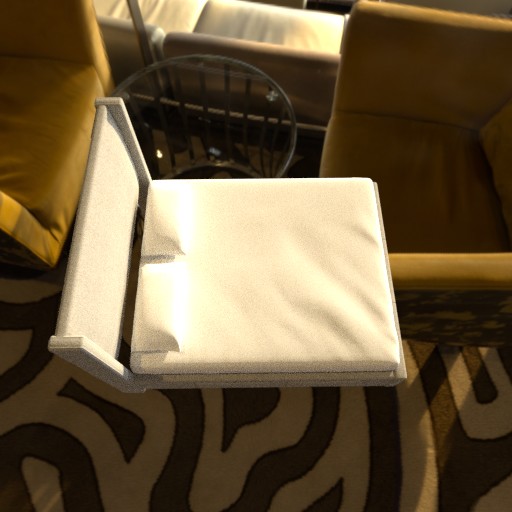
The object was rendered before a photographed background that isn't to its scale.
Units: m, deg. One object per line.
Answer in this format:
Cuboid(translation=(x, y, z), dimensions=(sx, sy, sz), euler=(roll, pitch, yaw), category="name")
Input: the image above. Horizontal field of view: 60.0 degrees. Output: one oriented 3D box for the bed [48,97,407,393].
Cuboid(translation=(0.000, 0.000, 3.376), dimensions=(2.222, 1.491, 1.774), euler=(-1, 65, 0), category="bed")
